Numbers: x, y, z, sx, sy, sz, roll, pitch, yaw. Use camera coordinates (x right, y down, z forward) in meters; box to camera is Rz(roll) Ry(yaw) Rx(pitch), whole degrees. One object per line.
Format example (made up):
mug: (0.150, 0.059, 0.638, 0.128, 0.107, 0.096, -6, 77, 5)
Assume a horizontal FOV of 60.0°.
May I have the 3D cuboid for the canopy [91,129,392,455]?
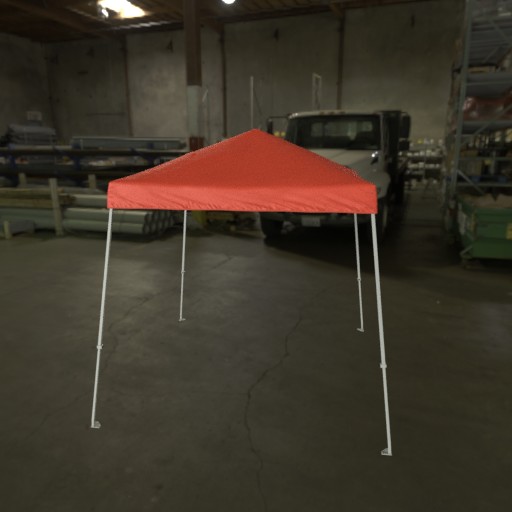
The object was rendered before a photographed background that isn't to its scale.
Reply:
canopy: (0.000, 0.000, 5.159, 2.849, 2.850, 2.850, 2, 14, 8)
